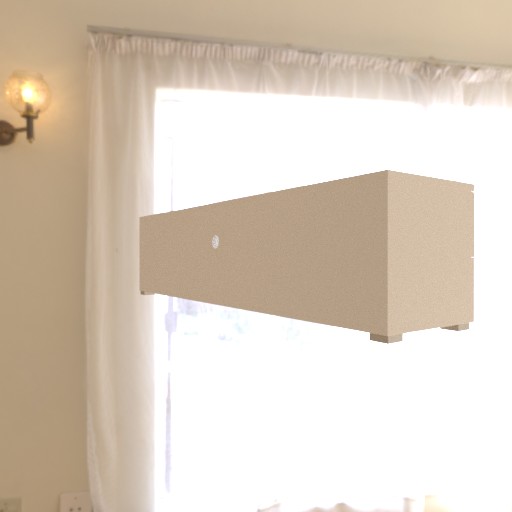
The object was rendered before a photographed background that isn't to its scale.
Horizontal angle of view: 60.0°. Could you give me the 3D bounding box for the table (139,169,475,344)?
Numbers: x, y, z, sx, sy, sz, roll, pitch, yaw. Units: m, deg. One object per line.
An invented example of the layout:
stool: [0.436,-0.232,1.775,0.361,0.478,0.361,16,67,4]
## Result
table: [0.000,0.000,1.847,0.390,0.420,1.650,0,0,-35]
